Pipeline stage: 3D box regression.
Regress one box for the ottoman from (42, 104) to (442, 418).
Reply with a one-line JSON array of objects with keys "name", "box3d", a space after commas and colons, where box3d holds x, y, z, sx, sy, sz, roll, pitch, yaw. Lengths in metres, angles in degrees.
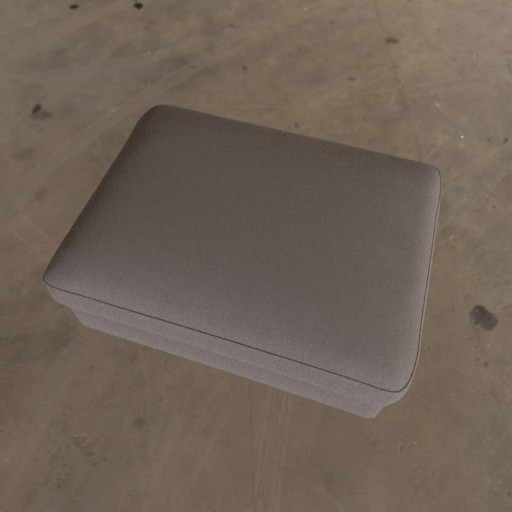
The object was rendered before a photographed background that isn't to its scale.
[{"name": "ottoman", "box3d": [0.000, 0.000, 1.150, 0.811, 0.449, 0.608, 16, 60, 9]}]
